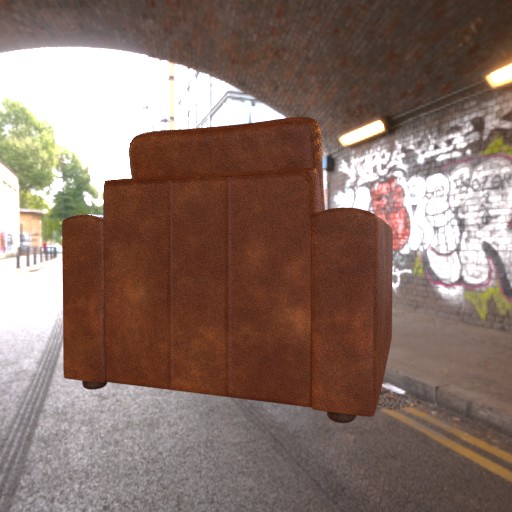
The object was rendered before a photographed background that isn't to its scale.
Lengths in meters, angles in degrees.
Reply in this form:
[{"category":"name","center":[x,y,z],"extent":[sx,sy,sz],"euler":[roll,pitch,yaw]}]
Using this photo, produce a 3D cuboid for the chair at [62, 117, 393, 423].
[{"category":"chair","center":[0.000,0.000,1.760],"extent":[1.005,0.873,1.016],"euler":[1,2,19]}]
